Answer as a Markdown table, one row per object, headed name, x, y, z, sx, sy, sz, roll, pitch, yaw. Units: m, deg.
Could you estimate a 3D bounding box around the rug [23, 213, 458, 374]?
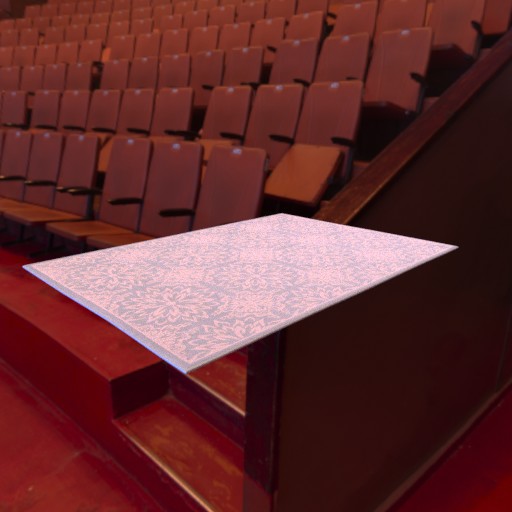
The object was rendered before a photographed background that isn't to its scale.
| name | x | y | z | sx | sy | sz | roll | pitch | yaw |
| --- | --- | --- | --- | --- | --- | --- | --- | --- | --- |
| rug | 0.000 | 0.000 | 2.741 | 2.205 | 0.014 | 1.589 | -16 | 23 | -42 |
